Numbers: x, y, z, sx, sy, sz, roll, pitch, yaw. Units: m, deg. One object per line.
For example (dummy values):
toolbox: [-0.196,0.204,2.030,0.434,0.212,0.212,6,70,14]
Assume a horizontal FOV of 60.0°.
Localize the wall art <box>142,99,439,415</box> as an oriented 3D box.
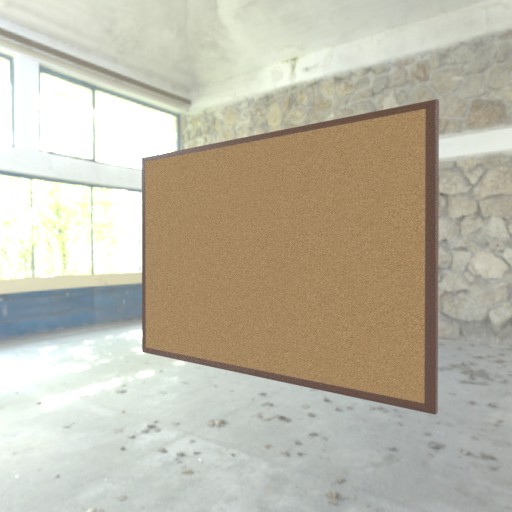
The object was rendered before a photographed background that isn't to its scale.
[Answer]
wall art: [0.000,0.000,0.842,0.660,0.455,0.014,0,1,37]
